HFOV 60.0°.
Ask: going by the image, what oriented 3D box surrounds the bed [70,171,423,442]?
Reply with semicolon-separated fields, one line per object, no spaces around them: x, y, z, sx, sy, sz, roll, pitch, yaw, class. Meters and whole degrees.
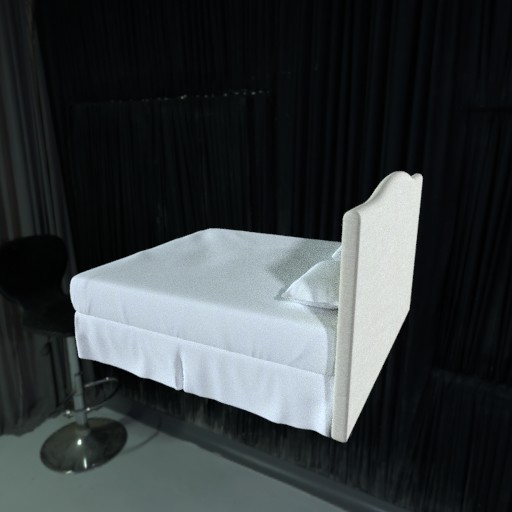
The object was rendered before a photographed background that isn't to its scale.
0.000;0.000;3.577;2.182;1.421;2.083;8;18;26;bed
